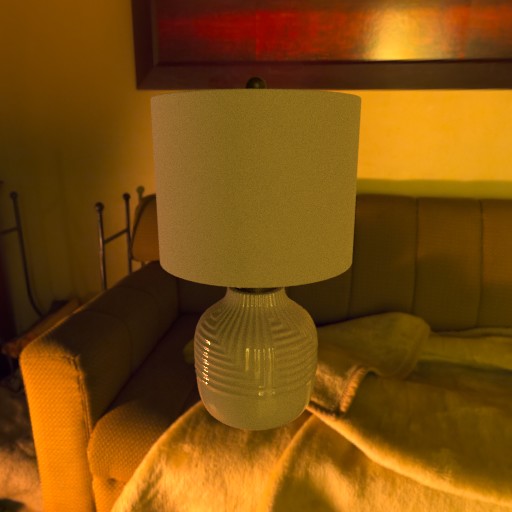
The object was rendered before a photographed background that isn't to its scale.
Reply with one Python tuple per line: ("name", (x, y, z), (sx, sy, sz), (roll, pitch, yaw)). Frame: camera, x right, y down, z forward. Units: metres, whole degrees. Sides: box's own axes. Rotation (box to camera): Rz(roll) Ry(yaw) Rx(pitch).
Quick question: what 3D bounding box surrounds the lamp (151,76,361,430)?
("lamp", (0.000, 0.000, 0.748), (0.318, 0.567, 0.318), (0, 15, 0))
